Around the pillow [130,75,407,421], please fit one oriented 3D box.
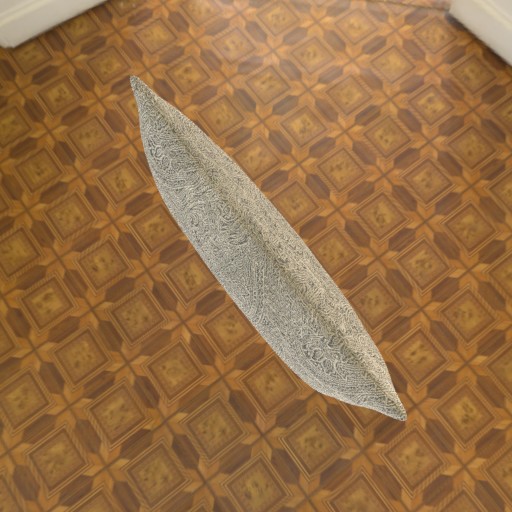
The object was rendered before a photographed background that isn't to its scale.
[{"bbox_3d":[0.000,0.000,0.746,0.151,0.295,0.615,-37,79,-8],"label":"pillow"}]
